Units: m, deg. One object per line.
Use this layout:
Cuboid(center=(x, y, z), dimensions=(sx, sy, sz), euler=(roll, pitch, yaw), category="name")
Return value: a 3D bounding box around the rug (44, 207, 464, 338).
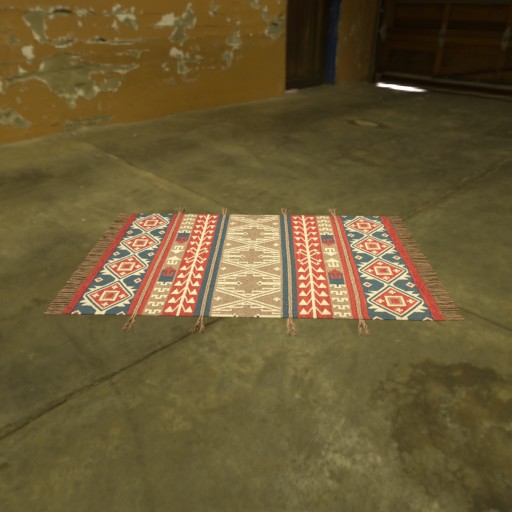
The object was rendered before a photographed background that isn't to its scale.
Cuboid(center=(0.000, 0.000, 3.197), dimensions=(2.450, 0.048, 1.778), euler=(1, 29, 2), category="rug")
